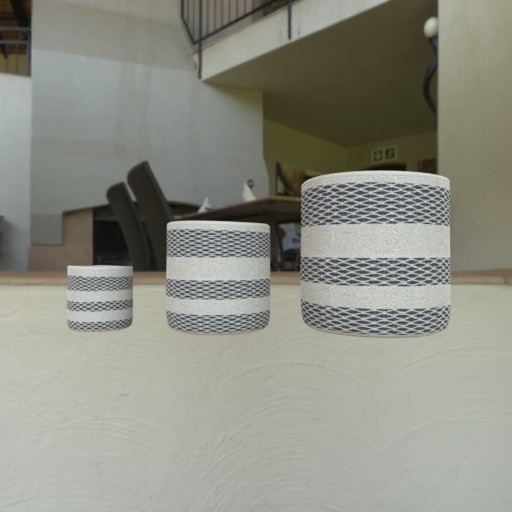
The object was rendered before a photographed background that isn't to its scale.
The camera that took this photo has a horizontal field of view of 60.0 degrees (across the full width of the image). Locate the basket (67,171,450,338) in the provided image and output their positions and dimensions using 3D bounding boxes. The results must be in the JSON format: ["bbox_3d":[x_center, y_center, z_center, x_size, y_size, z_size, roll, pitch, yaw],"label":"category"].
[{"bbox_3d":[0.000,0.000,1.085,0.917,0.356,0.351,0,0,1],"label":"basket"}]
